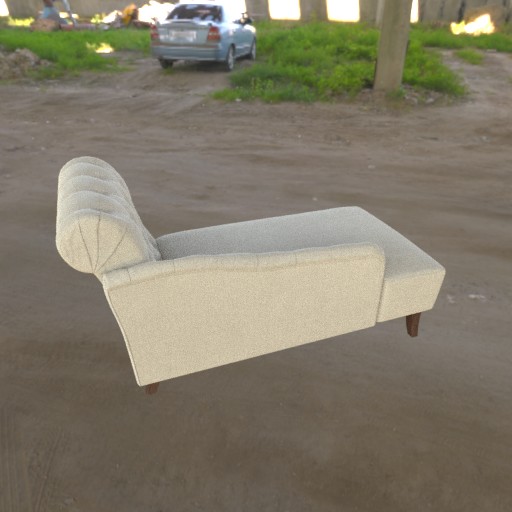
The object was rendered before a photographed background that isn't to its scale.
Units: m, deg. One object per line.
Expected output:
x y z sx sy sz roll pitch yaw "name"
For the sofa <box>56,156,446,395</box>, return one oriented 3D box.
0.000 0.000 1.804 1.379 0.787 0.675 -10 32 -17 "sofa"
